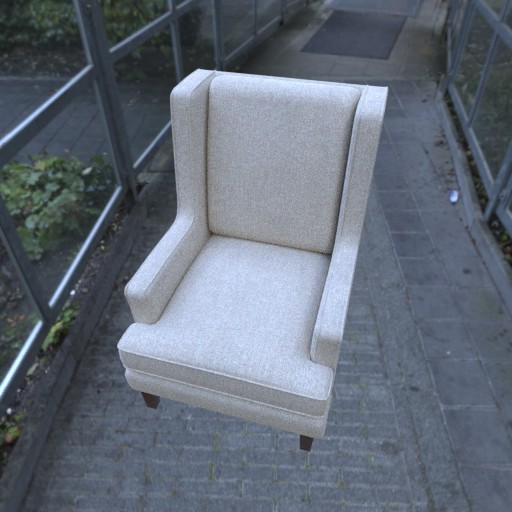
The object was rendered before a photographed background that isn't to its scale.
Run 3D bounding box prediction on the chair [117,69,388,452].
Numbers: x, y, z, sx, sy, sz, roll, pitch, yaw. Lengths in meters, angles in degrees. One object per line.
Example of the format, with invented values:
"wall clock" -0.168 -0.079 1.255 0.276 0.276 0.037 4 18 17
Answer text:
"chair" 0.000 0.000 1.718 0.764 1.082 0.948 11 41 12
